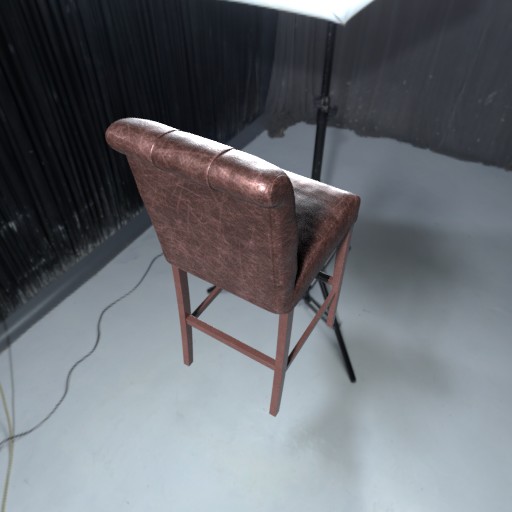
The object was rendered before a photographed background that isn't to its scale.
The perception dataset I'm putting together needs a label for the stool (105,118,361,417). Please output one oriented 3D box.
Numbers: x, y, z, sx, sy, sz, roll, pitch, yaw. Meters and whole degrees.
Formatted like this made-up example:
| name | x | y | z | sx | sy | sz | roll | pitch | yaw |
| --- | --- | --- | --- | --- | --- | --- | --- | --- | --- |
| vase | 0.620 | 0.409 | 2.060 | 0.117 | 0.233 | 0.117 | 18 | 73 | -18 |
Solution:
| name | x | y | z | sx | sy | sz | roll | pitch | yaw |
| --- | --- | --- | --- | --- | --- | --- | --- | --- | --- |
| stool | 0.000 | 0.000 | 1.552 | 0.483 | 1.168 | 0.659 | 24 | 49 | 22 |
